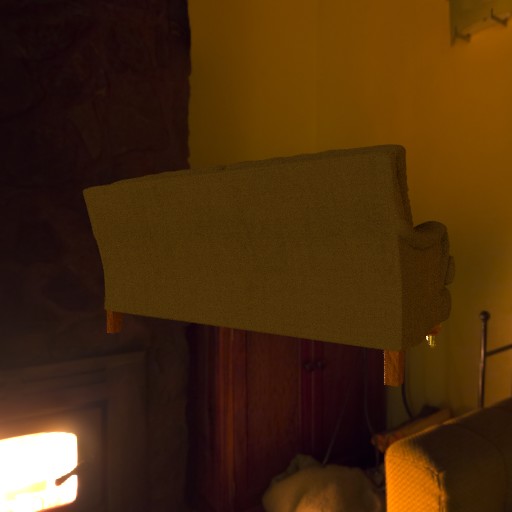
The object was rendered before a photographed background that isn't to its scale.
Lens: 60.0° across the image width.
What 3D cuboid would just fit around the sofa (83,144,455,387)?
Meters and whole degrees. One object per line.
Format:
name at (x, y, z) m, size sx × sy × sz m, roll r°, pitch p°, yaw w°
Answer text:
sofa at (0.000, 0.000, 2.796) m, size 2.165 × 1.087 × 1.086 m, roll 1°, pitch 2°, yaw 36°
